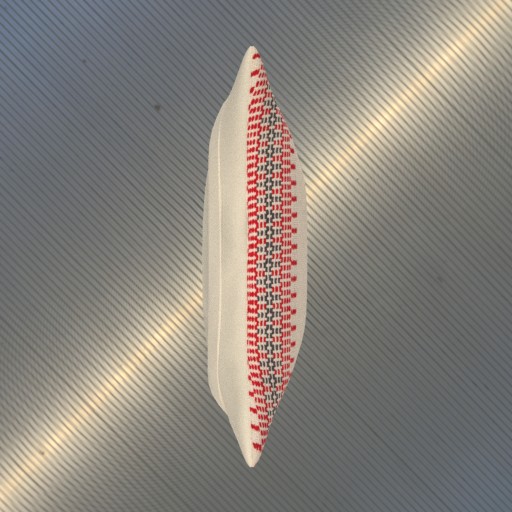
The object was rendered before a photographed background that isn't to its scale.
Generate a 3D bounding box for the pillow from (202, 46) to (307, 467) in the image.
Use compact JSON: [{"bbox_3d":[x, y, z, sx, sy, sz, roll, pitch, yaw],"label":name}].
[{"bbox_3d":[0.000,0.000,0.710,0.160,0.454,0.463,0,91,0],"label":"pillow"}]
